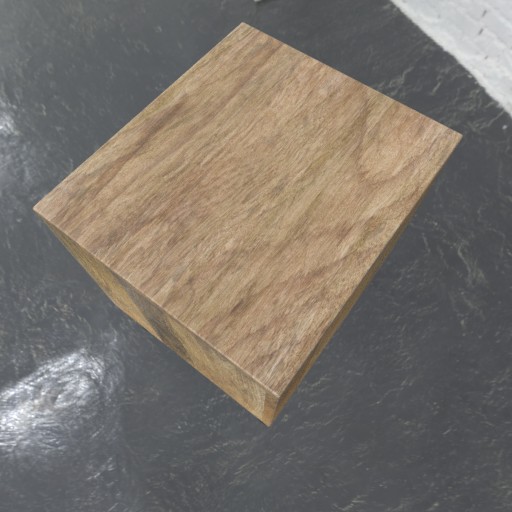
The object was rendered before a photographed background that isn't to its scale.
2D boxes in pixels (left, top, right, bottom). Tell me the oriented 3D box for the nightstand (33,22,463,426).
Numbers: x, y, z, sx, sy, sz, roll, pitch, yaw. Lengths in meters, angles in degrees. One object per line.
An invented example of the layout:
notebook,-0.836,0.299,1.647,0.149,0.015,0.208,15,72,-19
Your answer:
nightstand,0.000,0.000,0.865,0.406,0.559,0.457,34,69,15
